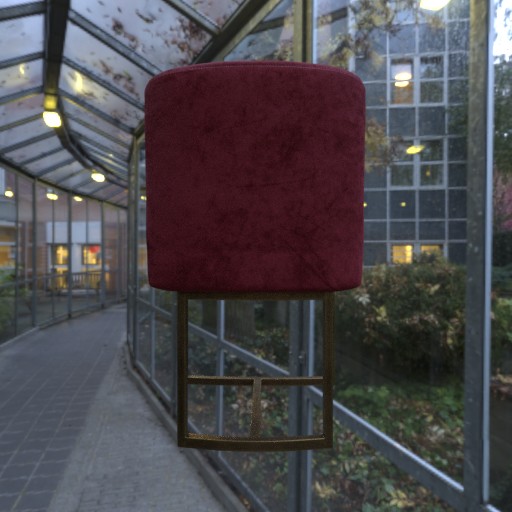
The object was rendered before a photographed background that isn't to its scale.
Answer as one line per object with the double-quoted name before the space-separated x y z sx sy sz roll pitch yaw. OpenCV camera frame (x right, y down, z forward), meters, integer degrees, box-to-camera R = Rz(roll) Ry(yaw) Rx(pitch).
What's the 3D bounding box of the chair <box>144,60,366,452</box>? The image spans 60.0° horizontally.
"chair" 0.000 0.000 1.186 0.530 0.824 0.560 0 0 1
